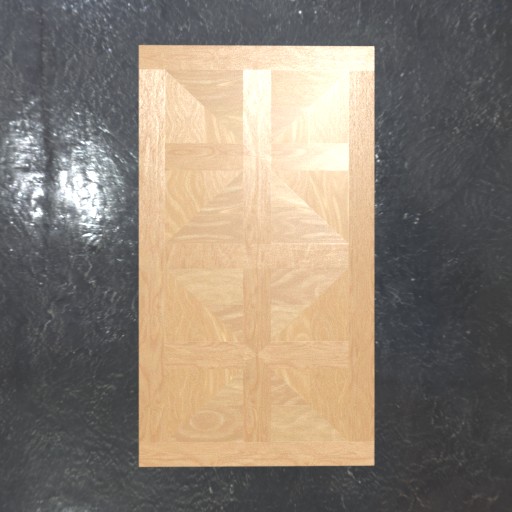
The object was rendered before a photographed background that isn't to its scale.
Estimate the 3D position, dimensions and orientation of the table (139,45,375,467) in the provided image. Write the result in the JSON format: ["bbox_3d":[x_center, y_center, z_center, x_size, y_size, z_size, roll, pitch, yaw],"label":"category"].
[{"bbox_3d":[0.000,0.000,1.591,0.711,0.507,1.270,0,90,-1],"label":"table"}]
